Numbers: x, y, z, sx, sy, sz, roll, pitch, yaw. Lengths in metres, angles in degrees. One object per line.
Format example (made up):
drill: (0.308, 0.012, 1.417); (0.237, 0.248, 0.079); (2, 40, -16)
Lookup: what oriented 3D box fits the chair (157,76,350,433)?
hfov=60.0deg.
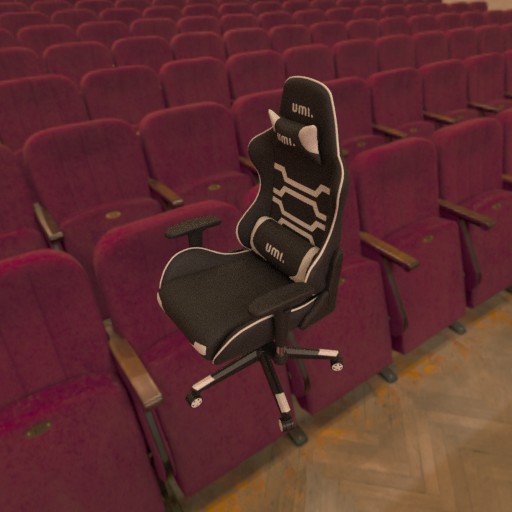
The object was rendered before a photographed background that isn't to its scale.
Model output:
chair: (0.000, 0.000, 1.688); (0.700, 1.240, 0.700); (-21, 38, -29)
